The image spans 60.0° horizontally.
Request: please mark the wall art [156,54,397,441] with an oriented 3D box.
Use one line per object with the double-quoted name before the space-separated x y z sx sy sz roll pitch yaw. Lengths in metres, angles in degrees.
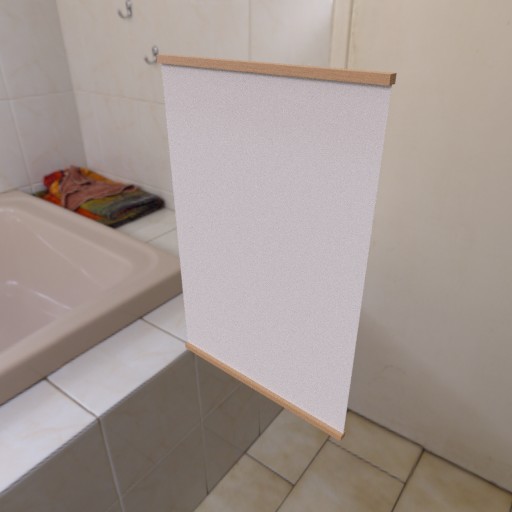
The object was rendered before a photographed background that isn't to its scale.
"wall art" 0.000 0.000 0.635 0.335 0.510 0.013 21 35 33
